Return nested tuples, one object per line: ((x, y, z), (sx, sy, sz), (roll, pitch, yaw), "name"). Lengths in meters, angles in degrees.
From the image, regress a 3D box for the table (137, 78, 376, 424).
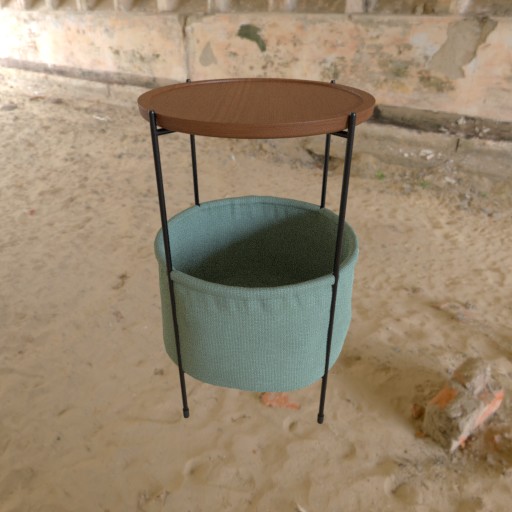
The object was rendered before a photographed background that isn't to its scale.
((0.000, 0.000, 0.889), (0.400, 0.623, 0.400), (1, 30, 3), "table")
